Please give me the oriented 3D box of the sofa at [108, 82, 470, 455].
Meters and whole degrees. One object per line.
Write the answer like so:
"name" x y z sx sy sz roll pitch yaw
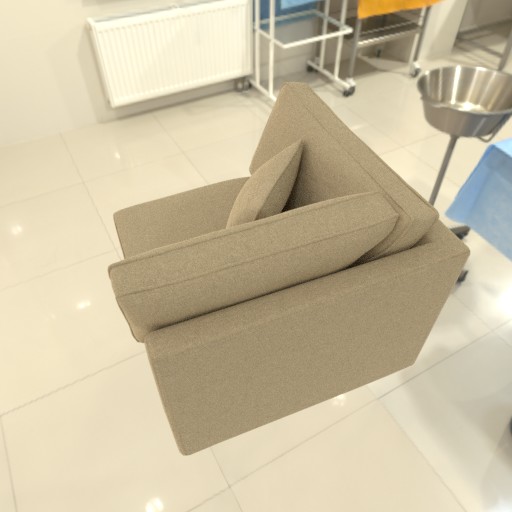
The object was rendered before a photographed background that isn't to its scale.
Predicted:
"sofa" 0.000 0.000 1.911 1.146 1.002 1.084 -17 49 -15
